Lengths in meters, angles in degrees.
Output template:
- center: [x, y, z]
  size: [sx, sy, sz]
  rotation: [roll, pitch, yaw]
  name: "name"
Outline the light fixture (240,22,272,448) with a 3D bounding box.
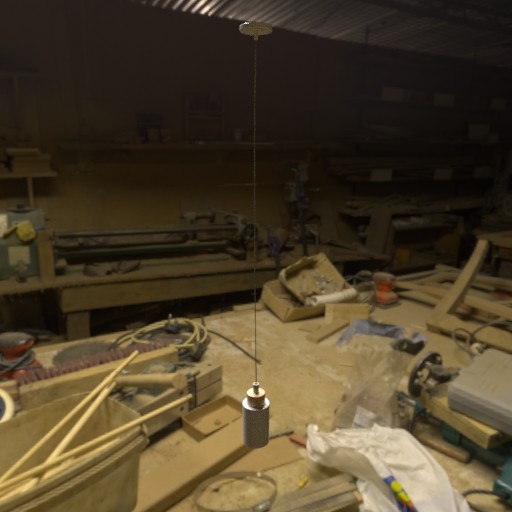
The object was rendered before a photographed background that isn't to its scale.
- center: [0.000, 0.000, 1.898]
  size: [0.125, 1.798, 0.125]
  rotation: [-7, 15, -27]
  name: "light fixture"
